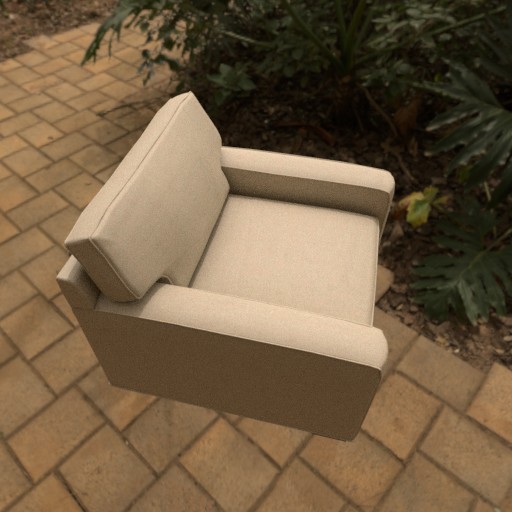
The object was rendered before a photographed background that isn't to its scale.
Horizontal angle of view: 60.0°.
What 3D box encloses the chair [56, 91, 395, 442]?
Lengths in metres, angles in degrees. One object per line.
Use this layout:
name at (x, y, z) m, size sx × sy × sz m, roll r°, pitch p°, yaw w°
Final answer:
chair at (0.000, 0.000, 1.809) m, size 1.043 × 0.913 × 0.998 m, roll 10°, pitch 48°, yaw 9°
